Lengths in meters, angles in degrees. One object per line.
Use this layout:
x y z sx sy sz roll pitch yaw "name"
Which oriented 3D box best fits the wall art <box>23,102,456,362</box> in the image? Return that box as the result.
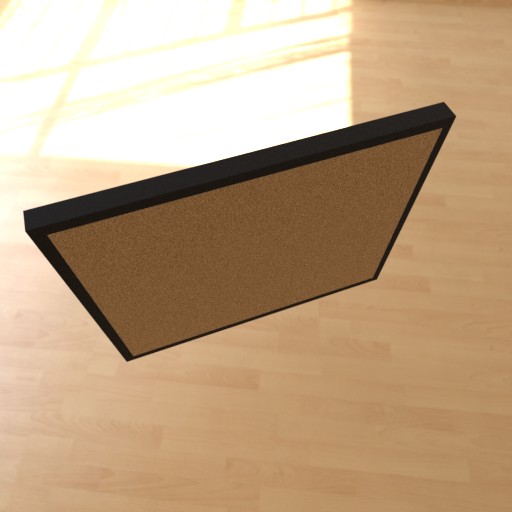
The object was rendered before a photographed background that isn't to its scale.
0.000 0.000 0.741 0.554 0.454 0.030 -17 60 -10 "wall art"
